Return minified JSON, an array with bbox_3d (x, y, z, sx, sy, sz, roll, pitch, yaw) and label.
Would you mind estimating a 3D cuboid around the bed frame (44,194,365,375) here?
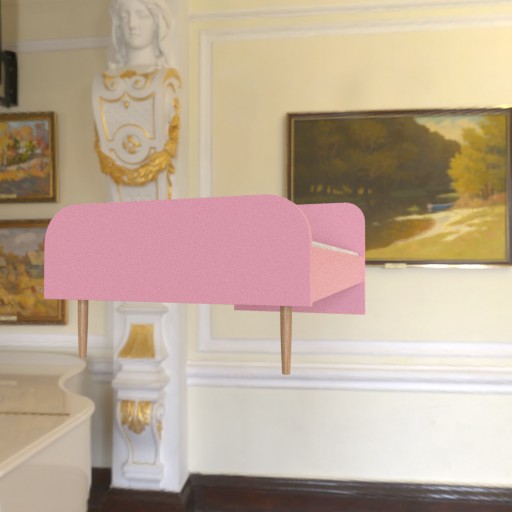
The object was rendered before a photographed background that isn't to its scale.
[{"bbox_3d":[0.000,0.000,2.415,0.998,0.805,1.963,0,-1,18],"label":"bed frame"}]
